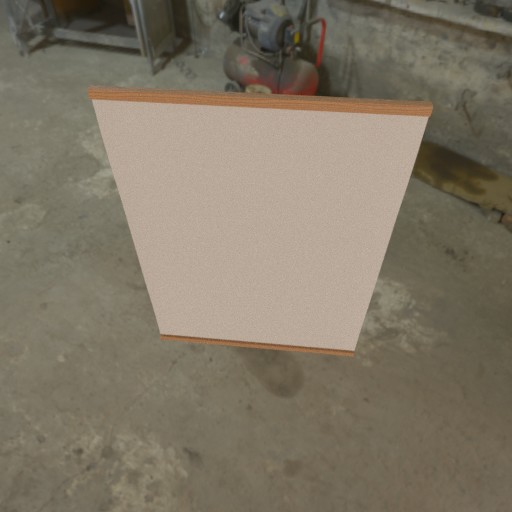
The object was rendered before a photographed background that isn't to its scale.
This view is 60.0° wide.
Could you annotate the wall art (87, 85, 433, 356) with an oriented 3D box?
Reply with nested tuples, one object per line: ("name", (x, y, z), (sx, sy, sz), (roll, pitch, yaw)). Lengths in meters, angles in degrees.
("wall art", (0.000, 0.000, 1.322), (0.739, 1.016, 0.020), (4, 48, 4))
